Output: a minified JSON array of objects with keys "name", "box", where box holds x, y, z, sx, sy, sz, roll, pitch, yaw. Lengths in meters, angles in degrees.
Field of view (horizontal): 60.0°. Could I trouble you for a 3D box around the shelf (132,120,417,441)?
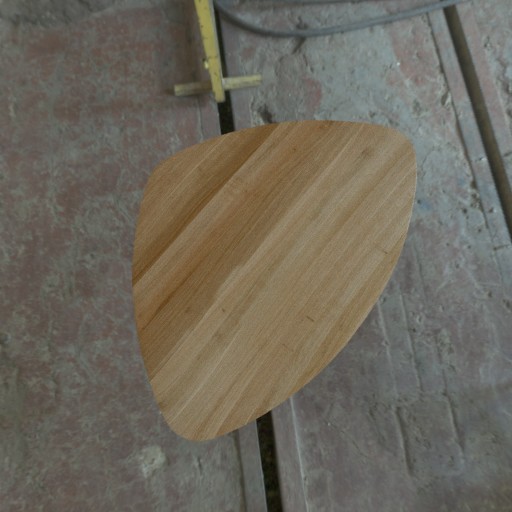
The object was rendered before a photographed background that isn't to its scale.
[{"name":"shelf","box":[0.000,0.000,1.672,0.863,0.439,1.240,36,78,9]}]
